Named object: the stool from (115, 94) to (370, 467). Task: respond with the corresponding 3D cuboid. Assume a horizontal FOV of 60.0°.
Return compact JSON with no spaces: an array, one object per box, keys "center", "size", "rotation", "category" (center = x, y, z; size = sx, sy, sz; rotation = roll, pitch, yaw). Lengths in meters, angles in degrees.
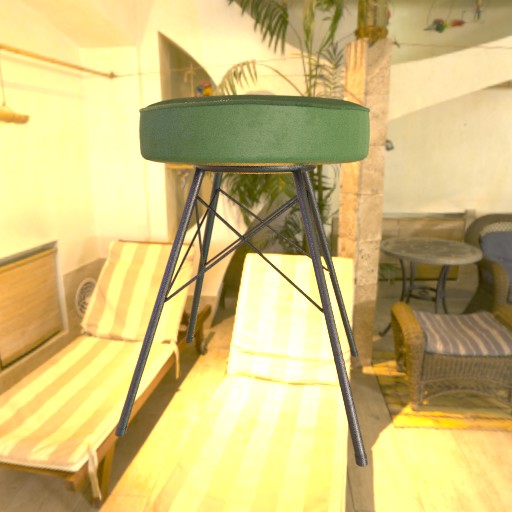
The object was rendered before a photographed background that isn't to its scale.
[{"center":[0.000,0.000,0.906],"size":[0.457,0.595,0.430],"rotation":[3,15,10],"category":"stool"}]
